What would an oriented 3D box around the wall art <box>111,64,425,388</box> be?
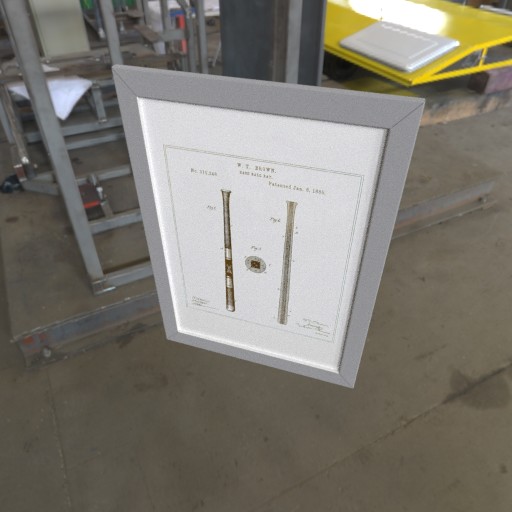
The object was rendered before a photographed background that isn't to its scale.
[{"bbox_3d":[0.000,0.000,0.682,0.374,0.529,0.012,12,42,13],"label":"wall art"}]
